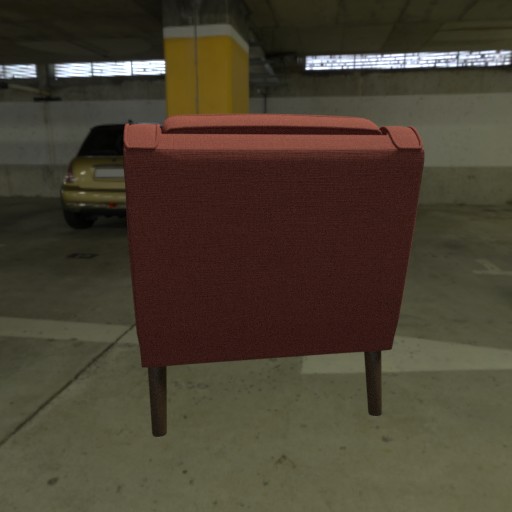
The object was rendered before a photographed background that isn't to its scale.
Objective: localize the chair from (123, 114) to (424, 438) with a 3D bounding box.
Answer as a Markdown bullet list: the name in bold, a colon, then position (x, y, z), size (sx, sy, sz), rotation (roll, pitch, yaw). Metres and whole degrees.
- **chair**: position (0.000, 0.000, 1.390), size (0.680, 0.812, 0.770), rotation (-2, 13, -9)
